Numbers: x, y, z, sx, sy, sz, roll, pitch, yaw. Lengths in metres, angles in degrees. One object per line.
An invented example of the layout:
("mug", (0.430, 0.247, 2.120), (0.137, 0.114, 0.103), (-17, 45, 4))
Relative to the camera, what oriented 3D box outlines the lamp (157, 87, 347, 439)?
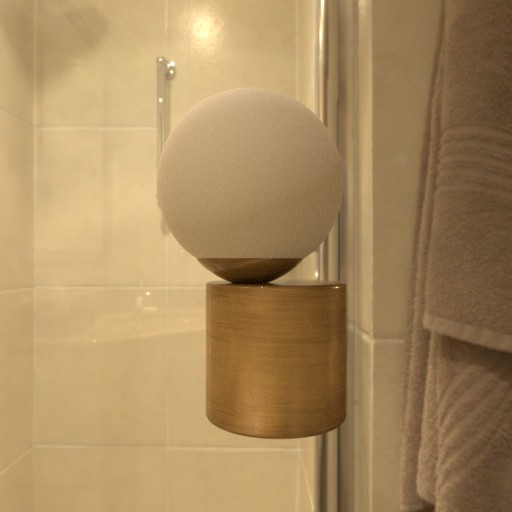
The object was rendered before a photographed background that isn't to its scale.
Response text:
("lamp", (0.000, 0.000, 0.345), (0.152, 0.250, 0.141), (0, -1, -36))
